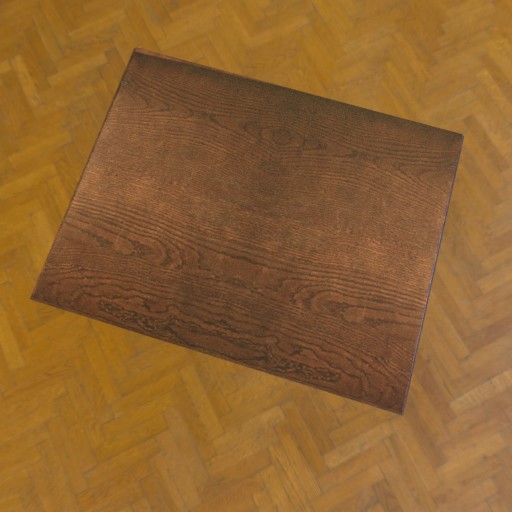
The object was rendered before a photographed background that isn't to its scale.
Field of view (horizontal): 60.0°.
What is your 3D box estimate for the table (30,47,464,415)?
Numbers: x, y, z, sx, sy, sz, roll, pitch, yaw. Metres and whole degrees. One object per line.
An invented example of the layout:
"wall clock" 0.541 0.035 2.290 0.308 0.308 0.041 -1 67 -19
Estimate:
"table" 0.000 0.000 0.991 0.586 0.597 0.461 16 77 4
